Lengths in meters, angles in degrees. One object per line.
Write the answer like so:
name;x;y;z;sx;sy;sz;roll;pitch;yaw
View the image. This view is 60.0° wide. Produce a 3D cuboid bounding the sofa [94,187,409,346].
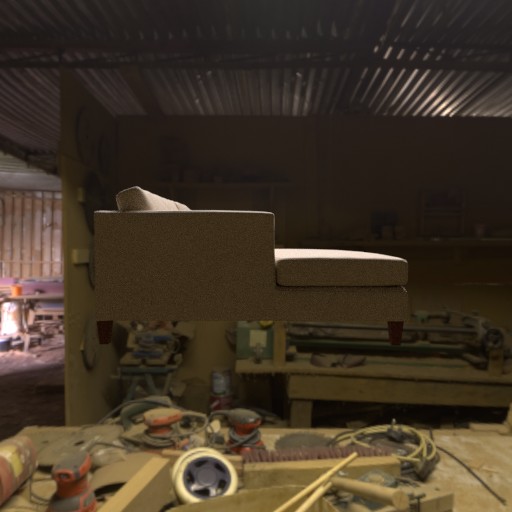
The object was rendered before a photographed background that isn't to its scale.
sofa;0.000;0.000;3.826;1.625;0.846;3.186;0;1;1
